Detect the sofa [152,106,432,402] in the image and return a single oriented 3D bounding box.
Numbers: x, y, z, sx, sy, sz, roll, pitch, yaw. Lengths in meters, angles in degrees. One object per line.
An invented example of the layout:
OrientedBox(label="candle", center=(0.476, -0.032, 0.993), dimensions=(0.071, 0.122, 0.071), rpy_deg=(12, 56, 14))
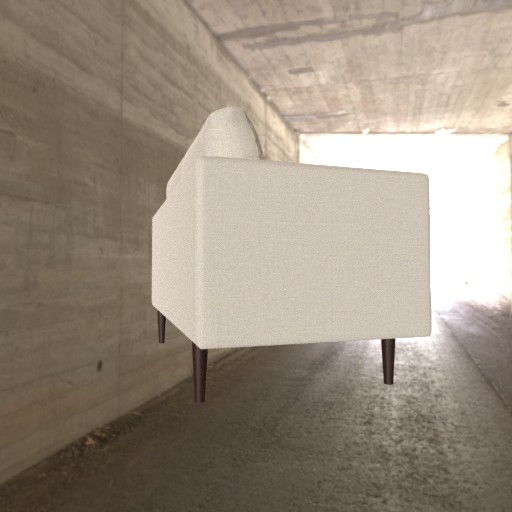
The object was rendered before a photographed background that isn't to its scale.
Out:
OrientedBox(label="sofa", center=(0.000, 0.000, 1.977), dimensions=(0.796, 0.908, 1.430), rpy_deg=(1, -2, -18))
